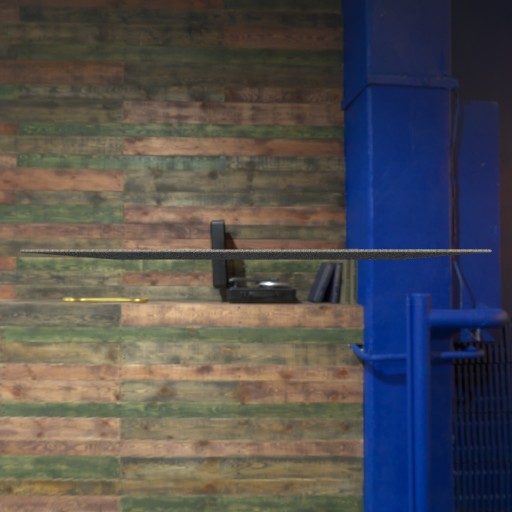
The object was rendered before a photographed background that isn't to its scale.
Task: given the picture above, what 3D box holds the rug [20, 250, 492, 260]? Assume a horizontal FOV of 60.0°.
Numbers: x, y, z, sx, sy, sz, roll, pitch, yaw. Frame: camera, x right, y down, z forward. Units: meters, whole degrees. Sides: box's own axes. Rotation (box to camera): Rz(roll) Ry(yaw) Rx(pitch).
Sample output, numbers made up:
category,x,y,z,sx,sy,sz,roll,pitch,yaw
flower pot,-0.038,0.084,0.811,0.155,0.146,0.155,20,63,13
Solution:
category,x,y,z,sx,sy,sz,roll,pitch,yaw
rug,0.000,0.000,3.055,2.444,0.012,1.526,0,-2,0
